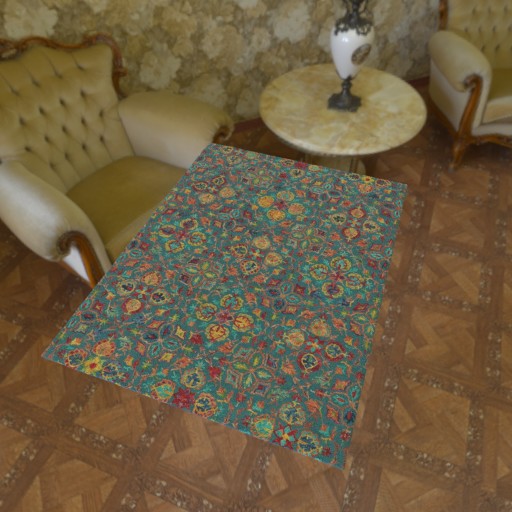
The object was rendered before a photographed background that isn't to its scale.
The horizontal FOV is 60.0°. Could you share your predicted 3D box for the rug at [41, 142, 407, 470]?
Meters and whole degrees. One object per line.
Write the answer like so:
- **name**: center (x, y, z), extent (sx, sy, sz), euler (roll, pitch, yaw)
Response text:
- **rug**: center (0.000, 0.000, 4.225), extent (2.434, 0.025, 3.204), euler (15, 49, 14)
